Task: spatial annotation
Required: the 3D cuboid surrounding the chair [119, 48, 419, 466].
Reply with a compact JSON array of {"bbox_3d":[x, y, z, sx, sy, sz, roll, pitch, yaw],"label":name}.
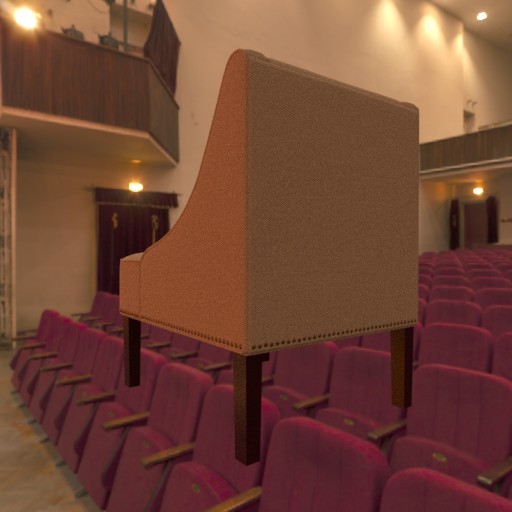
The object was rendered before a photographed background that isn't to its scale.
[{"bbox_3d":[0.000,0.000,1.376,0.628,0.872,0.748,-1,1,-37],"label":"chair"}]
